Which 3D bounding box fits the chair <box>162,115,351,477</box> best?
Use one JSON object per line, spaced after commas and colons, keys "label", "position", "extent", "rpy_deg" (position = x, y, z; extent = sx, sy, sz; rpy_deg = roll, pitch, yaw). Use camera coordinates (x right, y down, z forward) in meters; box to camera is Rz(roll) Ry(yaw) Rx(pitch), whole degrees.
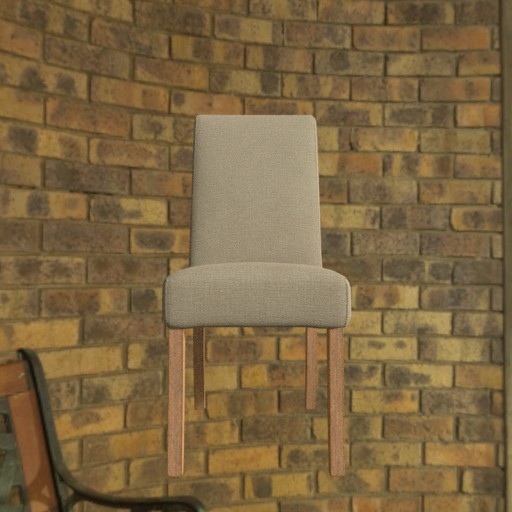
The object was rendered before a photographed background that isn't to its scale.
{"label": "chair", "position": [0.000, 0.000, 1.335], "extent": [0.450, 1.033, 0.611], "rpy_deg": [0, -1, 0]}
